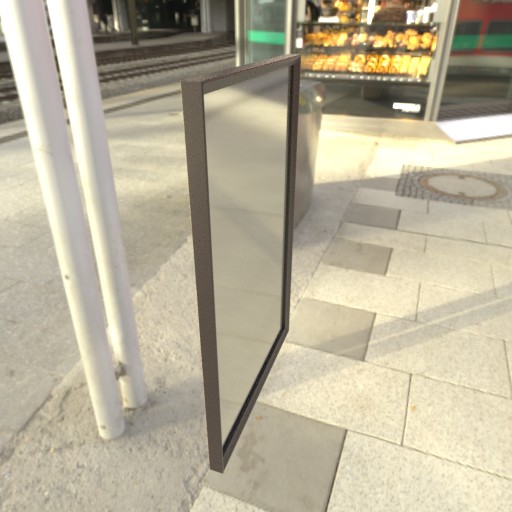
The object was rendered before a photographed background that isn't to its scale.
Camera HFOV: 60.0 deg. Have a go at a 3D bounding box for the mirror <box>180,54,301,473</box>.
[{"bbox_3d":[0.000,0.000,1.146,0.041,0.915,0.609,9,30,17],"label":"mirror"}]
